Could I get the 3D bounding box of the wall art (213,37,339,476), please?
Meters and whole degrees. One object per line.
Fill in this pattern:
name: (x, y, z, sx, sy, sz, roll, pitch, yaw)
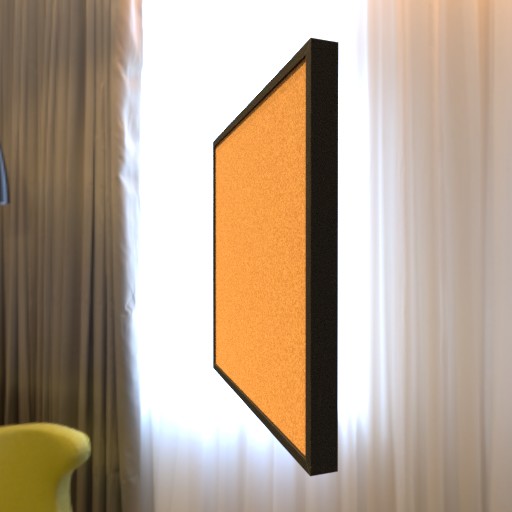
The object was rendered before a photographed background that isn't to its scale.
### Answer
wall art: (0.000, 0.000, 0.756, 0.036, 0.506, 0.506, 0, 1, -18)
